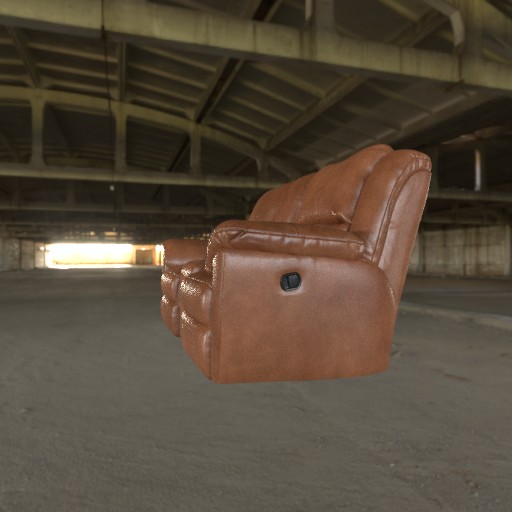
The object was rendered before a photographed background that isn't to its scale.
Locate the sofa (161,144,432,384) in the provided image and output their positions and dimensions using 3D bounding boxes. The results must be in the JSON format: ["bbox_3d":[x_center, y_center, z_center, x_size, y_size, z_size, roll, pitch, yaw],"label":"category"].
[{"bbox_3d":[0.000,0.000,2.655,0.991,1.043,2.058,0,0,-18],"label":"sofa"}]
